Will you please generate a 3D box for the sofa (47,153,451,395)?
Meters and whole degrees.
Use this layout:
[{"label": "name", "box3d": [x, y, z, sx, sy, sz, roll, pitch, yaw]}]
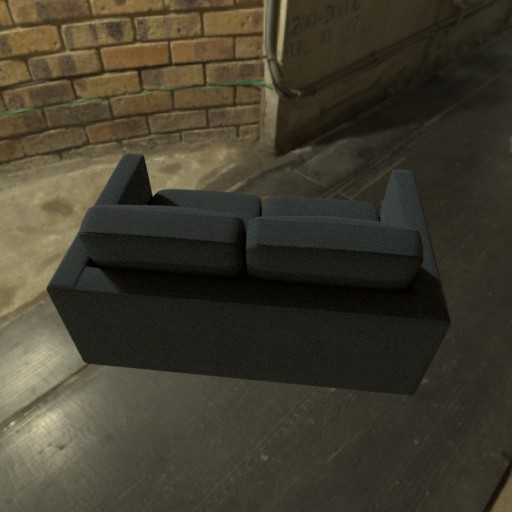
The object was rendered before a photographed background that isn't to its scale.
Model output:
[{"label": "sofa", "box3d": [0.000, 0.000, 2.157, 1.518, 0.930, 0.999, 4, 46, 4]}]
